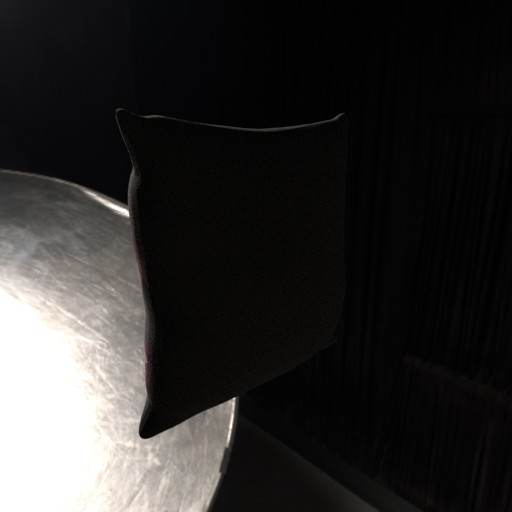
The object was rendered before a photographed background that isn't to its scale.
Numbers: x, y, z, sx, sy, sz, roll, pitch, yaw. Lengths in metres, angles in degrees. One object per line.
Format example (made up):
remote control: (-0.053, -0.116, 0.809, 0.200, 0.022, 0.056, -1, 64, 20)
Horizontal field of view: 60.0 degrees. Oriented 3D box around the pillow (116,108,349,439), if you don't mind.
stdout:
pillow: (0.000, 0.000, 0.789, 0.503, 0.496, 0.208, -14, 21, -42)
